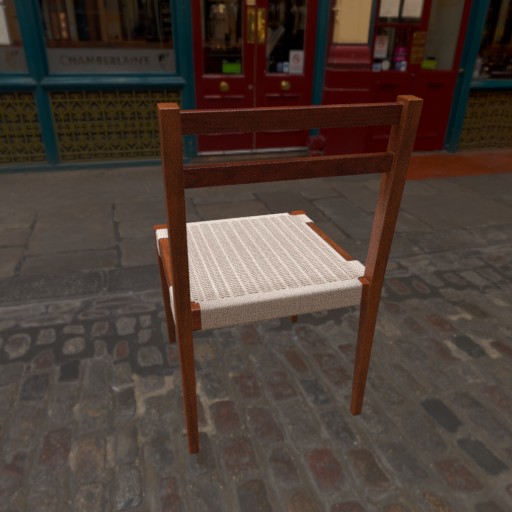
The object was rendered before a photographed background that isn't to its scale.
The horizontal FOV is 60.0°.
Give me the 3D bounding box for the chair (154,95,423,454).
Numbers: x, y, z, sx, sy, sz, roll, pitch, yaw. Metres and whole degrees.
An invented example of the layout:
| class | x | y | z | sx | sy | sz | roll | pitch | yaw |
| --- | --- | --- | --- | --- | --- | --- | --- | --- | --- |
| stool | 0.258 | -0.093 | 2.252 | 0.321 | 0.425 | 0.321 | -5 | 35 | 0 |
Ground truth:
| class | x | y | z | sx | sy | sz | roll | pitch | yaw |
| --- | --- | --- | --- | --- | --- | --- | --- | --- | --- |
| chair | 0.000 | 0.000 | 1.196 | 0.495 | 0.851 | 0.569 | -7 | 26 | -15 |
